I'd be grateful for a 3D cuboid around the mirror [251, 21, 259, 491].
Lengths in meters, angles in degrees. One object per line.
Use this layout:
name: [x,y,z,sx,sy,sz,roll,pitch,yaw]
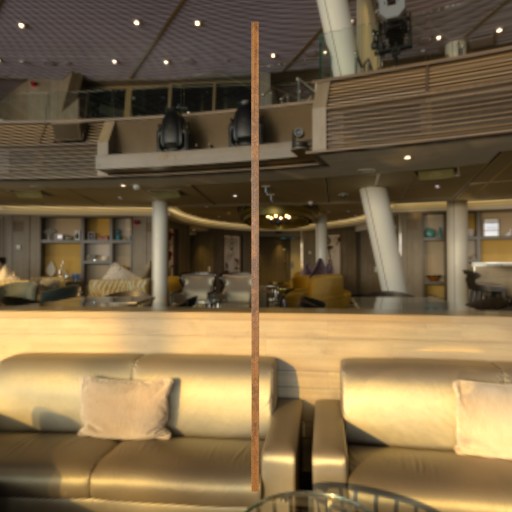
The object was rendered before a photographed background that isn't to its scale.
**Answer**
mirror: [0.000,0.000,2.322,0.032,2.031,0.812,0,-1,0]
